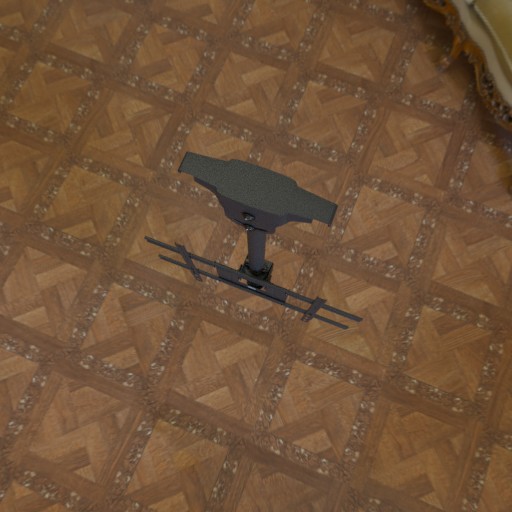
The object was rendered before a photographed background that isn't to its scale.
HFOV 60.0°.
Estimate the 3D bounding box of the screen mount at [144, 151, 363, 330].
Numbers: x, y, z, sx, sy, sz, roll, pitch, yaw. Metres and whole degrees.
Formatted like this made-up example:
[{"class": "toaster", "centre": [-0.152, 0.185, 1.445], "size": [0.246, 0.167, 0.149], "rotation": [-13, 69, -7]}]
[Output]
[{"class": "screen mount", "centre": [0.000, 0.000, 1.061], "size": [0.595, 0.775, 0.090], "rotation": [21, 75, 6]}]
